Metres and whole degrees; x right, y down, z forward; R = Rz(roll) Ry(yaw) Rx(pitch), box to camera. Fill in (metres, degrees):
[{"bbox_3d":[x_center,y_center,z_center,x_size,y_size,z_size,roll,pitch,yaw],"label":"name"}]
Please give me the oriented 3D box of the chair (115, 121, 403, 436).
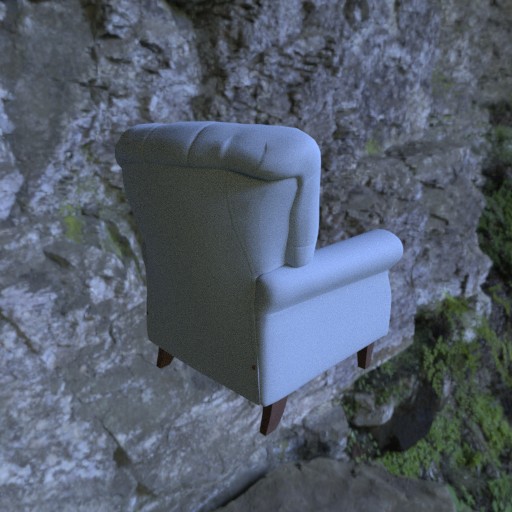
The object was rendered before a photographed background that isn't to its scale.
[{"bbox_3d":[0.000,0.000,2.125,1.090,1.217,1.128,15,21,43],"label":"chair"}]
